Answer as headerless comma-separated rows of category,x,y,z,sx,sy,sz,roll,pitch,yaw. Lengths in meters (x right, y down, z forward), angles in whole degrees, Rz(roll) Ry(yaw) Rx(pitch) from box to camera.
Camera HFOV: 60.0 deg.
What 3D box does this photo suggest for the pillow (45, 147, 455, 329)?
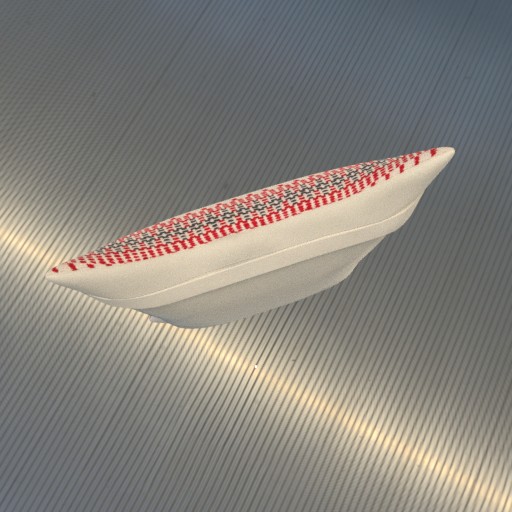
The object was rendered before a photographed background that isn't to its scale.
pillow,0.000,0.000,0.695,0.463,0.454,0.160,-18,77,-4
